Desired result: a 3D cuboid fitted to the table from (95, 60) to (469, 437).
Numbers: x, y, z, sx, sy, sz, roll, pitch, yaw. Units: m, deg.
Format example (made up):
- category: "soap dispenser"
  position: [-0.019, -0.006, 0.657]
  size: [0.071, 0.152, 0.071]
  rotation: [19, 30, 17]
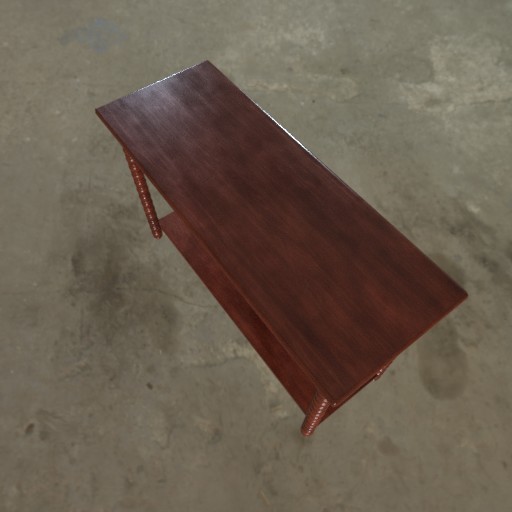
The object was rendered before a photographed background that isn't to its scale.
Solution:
- category: "table"
  position: [0.000, 0.000, 1.591]
  size: [0.459, 0.740, 1.184]
  rotation: [-32, 64, -18]
